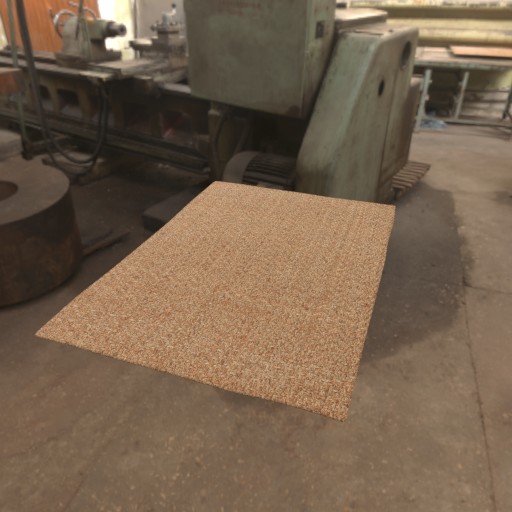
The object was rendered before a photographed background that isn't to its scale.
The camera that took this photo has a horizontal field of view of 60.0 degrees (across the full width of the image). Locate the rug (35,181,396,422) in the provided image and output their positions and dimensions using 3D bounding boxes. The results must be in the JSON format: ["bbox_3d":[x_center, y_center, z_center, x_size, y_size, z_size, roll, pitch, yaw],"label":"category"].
[{"bbox_3d":[0.000,0.000,2.806,1.566,0.013,2.141,10,33,17],"label":"rug"}]
